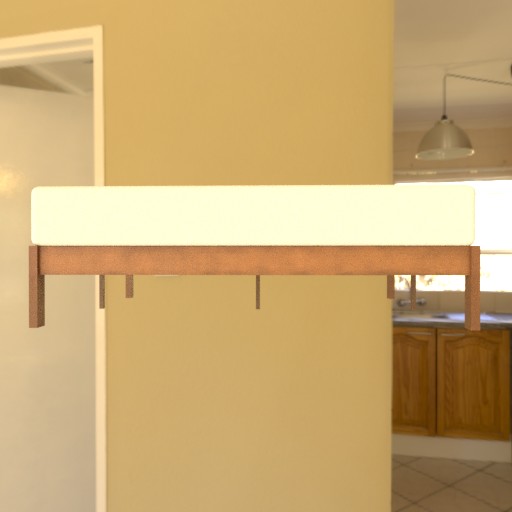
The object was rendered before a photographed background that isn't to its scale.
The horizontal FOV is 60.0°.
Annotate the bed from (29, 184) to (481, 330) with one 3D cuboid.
[{"bbox_3d":[0.000,0.000,2.563,1.927,0.616,1.348,0,0,2],"label":"bed"}]
